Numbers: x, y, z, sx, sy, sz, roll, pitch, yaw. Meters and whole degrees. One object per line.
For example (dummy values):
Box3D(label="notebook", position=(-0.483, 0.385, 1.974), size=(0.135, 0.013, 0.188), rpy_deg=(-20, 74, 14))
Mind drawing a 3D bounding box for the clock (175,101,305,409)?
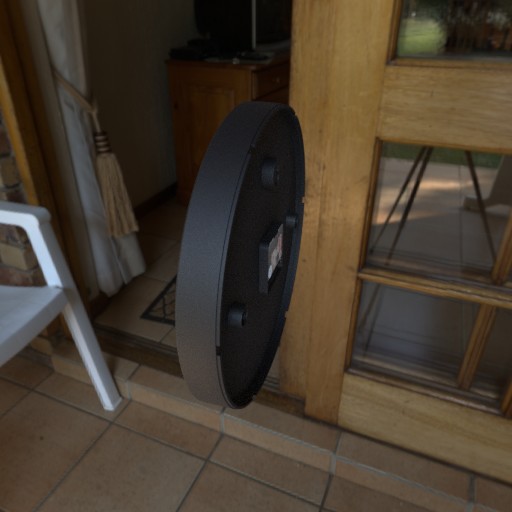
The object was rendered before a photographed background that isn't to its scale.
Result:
Box3D(label="clock", position=(0.000, 0.000, 0.446), size=(0.040, 0.293, 0.293), rpy_deg=(9, 32, 15))
